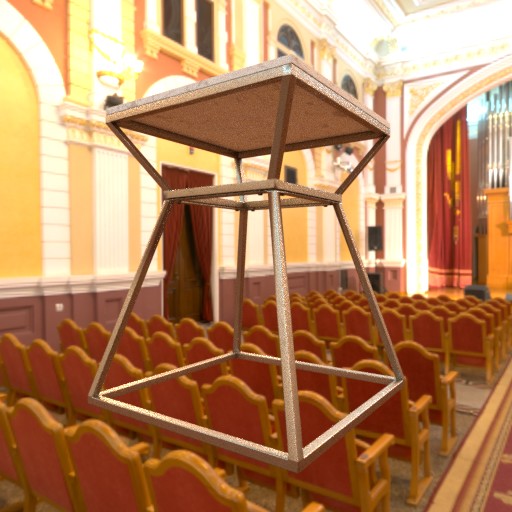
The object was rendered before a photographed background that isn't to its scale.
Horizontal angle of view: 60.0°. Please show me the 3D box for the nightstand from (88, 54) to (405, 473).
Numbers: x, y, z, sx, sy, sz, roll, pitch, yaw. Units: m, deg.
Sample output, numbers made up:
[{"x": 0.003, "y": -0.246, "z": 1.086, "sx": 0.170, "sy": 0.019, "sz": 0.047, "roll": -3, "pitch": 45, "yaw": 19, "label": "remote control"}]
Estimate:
[{"x": 0.000, "y": 0.000, "z": 0.883, "sx": 0.455, "sy": 0.554, "sz": 0.455, "roll": 1, "pitch": 1, "yaw": 35, "label": "nightstand"}]
